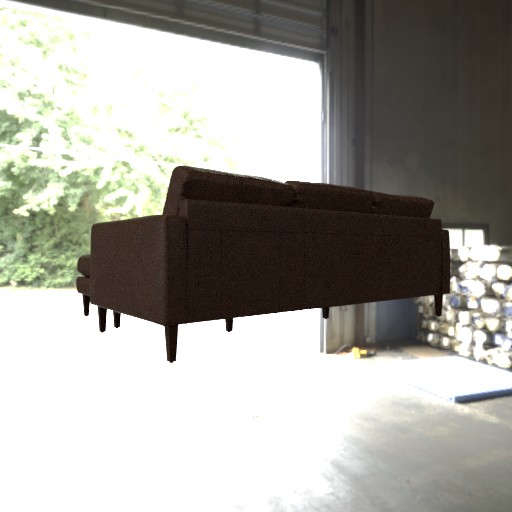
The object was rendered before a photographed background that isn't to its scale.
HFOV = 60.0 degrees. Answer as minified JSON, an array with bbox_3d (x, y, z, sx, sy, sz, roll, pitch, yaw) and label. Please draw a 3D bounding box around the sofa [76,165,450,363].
[{"bbox_3d":[0.000,0.000,3.029,2.185,0.841,1.613,-1,1,-38],"label":"sofa"}]
